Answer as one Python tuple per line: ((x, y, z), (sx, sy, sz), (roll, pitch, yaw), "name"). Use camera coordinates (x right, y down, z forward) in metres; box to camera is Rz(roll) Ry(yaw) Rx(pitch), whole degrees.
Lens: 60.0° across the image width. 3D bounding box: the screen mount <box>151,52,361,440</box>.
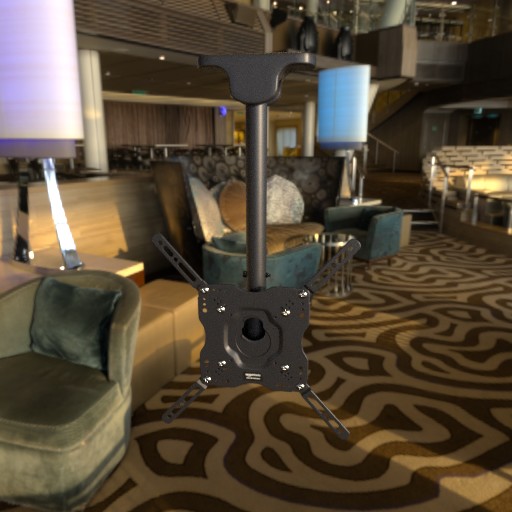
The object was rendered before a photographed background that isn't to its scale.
((0.000, 0.000, 0.875), (0.393, 0.729, 0.090), (2, 14, 8), "screen mount")
